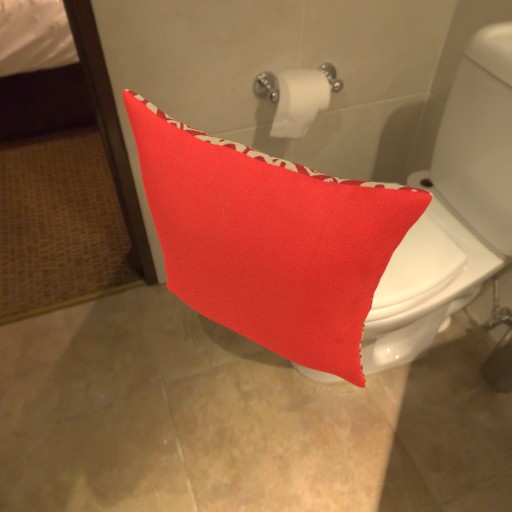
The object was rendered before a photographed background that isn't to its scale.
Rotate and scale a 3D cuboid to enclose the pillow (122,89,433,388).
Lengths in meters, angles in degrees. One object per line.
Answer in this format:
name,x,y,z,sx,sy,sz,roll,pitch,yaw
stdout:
pillow,0.000,0.000,0.820,0.522,0.507,0.192,24,51,21
